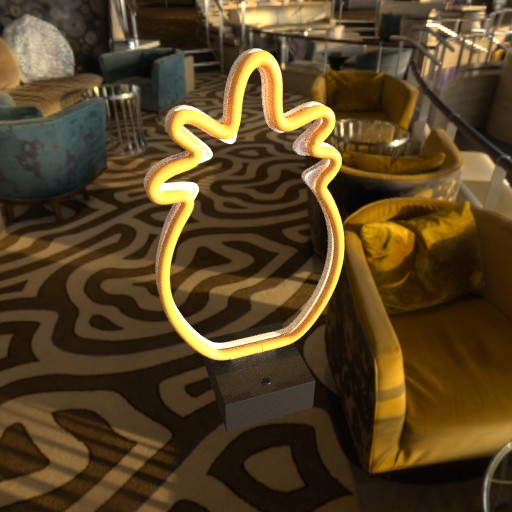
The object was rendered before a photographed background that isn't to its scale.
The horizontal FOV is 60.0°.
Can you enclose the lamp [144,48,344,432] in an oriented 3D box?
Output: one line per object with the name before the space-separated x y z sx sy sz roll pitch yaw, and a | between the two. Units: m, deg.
lamp | 0.000 0.000 0.374 0.167 0.317 0.088 -10 34 -16
